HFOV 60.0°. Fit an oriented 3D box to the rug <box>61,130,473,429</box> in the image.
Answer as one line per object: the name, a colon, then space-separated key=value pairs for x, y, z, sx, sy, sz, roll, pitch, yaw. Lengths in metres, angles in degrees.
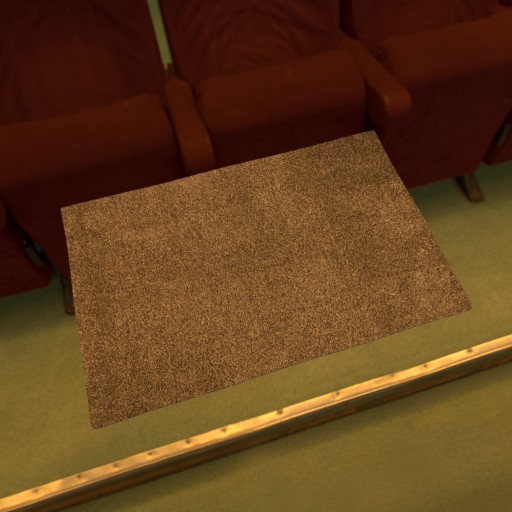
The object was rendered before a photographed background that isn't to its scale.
rug: x=0.000 y=0.000 z=2.899 sx=2.352 sy=0.025 sz=1.501 roll=-16 pitch=64 yaw=-8
